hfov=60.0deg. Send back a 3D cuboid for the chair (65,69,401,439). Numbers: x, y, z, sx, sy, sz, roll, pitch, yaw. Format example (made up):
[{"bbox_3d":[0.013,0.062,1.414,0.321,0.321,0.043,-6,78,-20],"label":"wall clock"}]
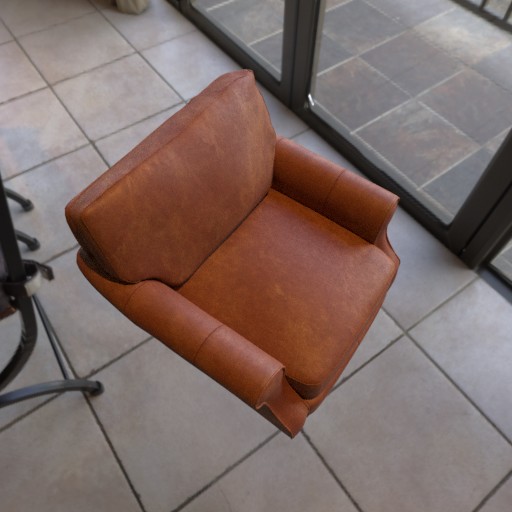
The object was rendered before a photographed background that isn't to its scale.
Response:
[{"bbox_3d":[0.000,0.000,1.707,0.986,0.962,0.983,31,64,18],"label":"chair"}]
